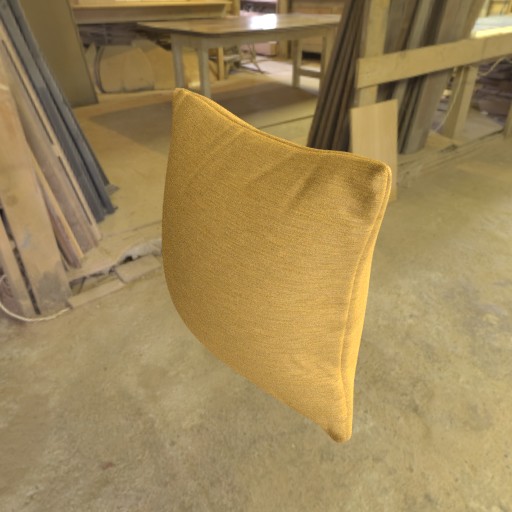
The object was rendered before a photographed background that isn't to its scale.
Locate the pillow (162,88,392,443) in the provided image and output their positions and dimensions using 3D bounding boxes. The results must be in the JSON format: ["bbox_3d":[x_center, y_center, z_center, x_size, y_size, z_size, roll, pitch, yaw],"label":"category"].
[{"bbox_3d":[0.000,0.000,0.667,0.247,0.417,0.435,-21,38,-29],"label":"pillow"}]
